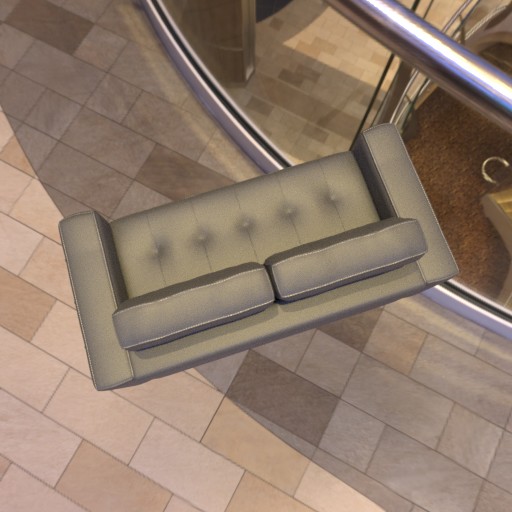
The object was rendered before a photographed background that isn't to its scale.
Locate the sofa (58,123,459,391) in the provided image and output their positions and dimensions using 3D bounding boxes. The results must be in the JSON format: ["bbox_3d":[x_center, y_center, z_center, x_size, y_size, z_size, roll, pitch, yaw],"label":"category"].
[{"bbox_3d":[0.000,0.000,2.213,1.726,0.893,0.833,-17,77,-4],"label":"sofa"}]
